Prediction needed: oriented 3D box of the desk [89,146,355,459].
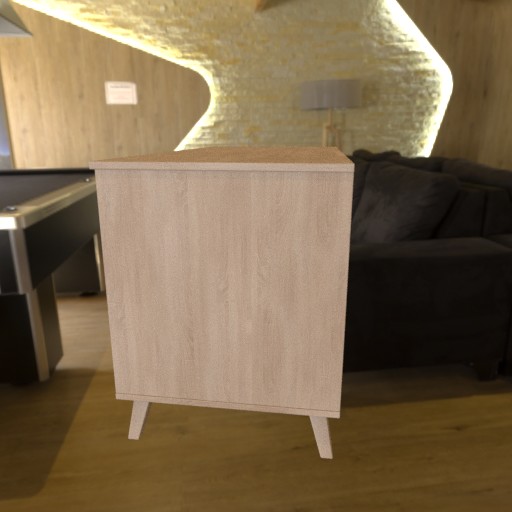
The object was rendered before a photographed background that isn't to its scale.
[{"bbox_3d":[0.000,0.000,1.677,0.600,0.770,1.251,2,16,8],"label":"desk"}]
